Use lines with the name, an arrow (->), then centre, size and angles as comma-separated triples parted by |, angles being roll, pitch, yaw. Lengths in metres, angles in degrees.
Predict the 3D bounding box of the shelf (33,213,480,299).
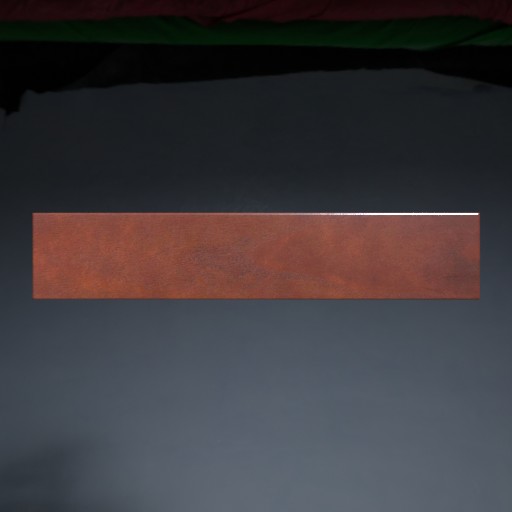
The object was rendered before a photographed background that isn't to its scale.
shelf -> 0.000, 0.000, 0.529 | 0.457, 0.088, 0.152 | 0, 0, 0
